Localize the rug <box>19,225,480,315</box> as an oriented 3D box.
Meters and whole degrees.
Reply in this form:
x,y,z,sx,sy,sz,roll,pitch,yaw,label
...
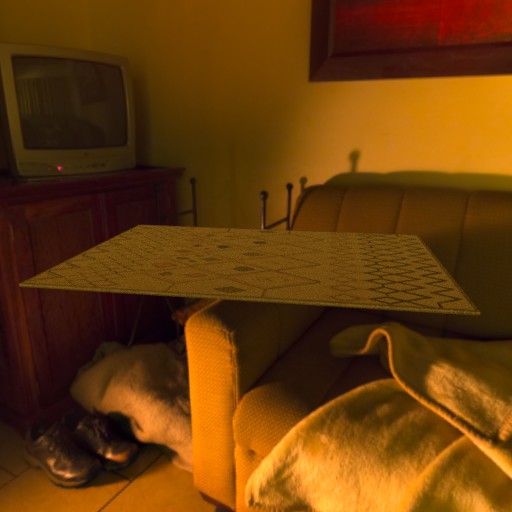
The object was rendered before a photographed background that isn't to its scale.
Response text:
x,y,z,sx,sy,sz,roll,pitch,yaw,label
0.000,0.000,2.303,1.829,0.016,1.219,3,16,9,rug
